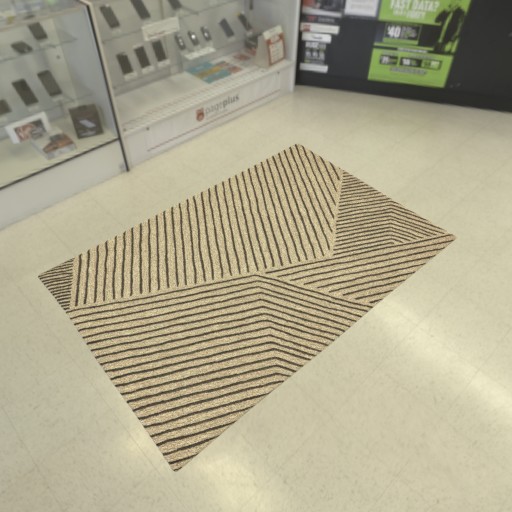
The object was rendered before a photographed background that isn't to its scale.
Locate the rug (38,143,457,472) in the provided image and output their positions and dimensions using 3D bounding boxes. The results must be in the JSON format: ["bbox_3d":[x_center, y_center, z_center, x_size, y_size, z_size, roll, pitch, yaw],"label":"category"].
[{"bbox_3d":[0.000,0.000,2.320,1.842,0.019,1.237,-32,55,-27],"label":"rug"}]
